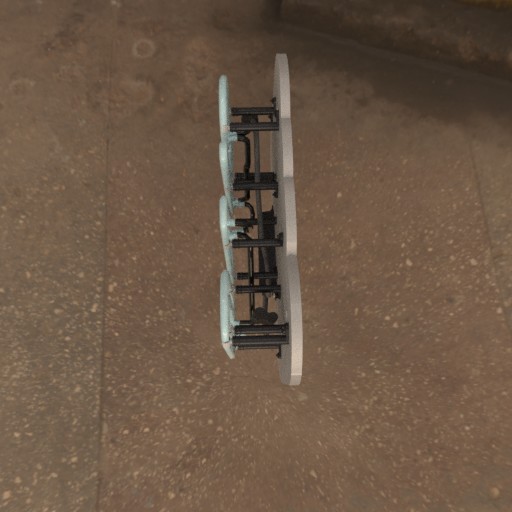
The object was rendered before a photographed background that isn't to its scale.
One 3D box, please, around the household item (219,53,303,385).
[{"bbox_3d":[0.000,0.000,0.383,0.042,0.294,0.211,-1,75,0],"label":"household item"}]
